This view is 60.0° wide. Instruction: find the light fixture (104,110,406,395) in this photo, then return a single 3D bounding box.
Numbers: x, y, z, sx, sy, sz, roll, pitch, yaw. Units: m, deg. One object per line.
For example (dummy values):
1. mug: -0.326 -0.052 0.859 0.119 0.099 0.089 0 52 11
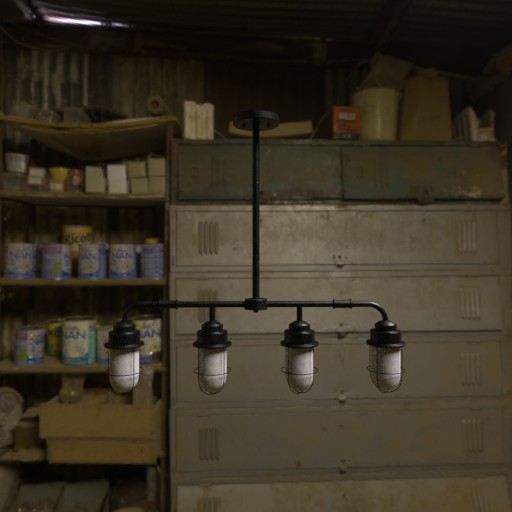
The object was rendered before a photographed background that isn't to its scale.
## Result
1. light fixture: 0.000 0.000 1.260 0.852 0.785 0.131 0 0 -1
